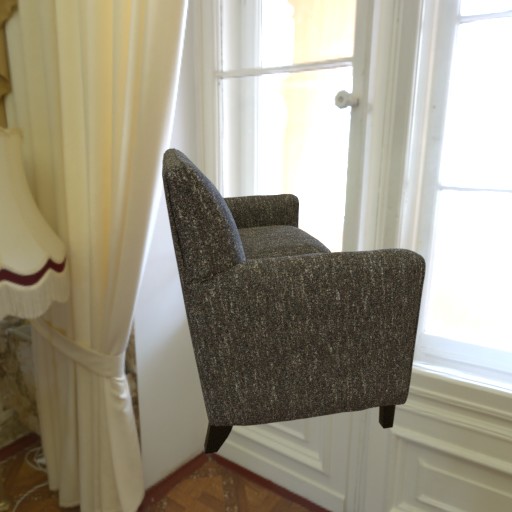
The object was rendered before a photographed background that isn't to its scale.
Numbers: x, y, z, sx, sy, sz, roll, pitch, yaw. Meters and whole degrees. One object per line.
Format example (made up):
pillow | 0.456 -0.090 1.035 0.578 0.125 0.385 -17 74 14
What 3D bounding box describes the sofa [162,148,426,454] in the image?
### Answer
sofa | 0.000 0.000 2.052 0.801 0.946 1.519 -3 16 -11
